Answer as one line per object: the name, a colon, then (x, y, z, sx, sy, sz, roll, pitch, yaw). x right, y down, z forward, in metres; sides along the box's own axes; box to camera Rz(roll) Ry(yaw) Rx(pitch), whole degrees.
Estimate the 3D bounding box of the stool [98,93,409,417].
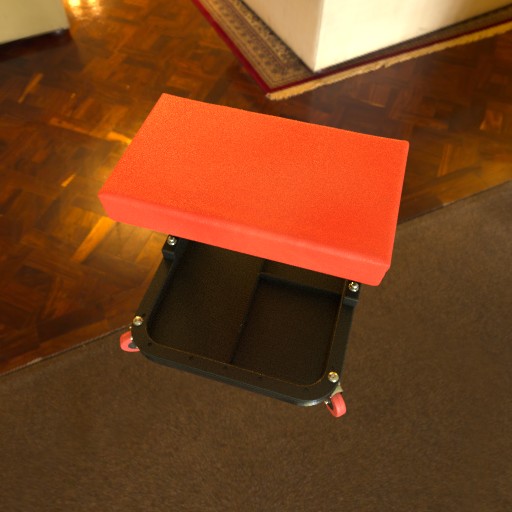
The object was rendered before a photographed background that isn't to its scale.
stool: (0.000, 0.000, 0.729, 0.446, 0.380, 0.371, 14, 58, 9)
